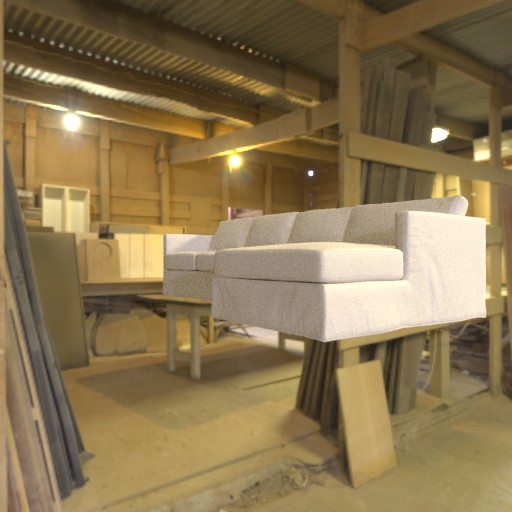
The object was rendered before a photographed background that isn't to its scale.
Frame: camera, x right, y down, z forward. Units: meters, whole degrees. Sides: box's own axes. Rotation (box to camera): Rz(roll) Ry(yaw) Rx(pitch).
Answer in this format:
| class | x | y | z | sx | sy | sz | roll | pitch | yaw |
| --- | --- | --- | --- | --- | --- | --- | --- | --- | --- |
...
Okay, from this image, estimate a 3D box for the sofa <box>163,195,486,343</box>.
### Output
| class | x | y | z | sx | sy | sz | roll | pitch | yaw |
| --- | --- | --- | --- | --- | --- | --- | --- | --- | --- |
| sofa | 0.000 | 0.000 | 3.818 | 1.622 | 0.871 | 3.206 | 0 | 0 | -37 |
